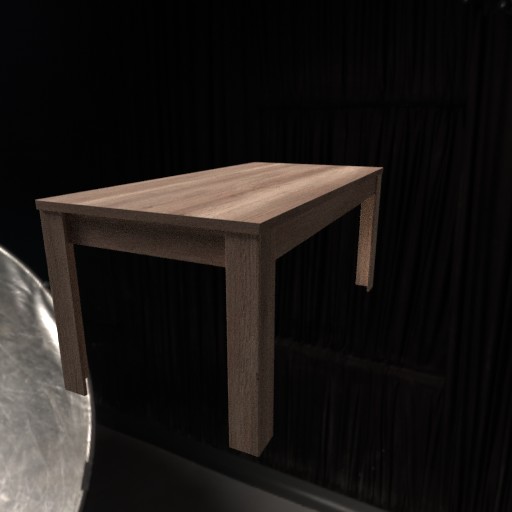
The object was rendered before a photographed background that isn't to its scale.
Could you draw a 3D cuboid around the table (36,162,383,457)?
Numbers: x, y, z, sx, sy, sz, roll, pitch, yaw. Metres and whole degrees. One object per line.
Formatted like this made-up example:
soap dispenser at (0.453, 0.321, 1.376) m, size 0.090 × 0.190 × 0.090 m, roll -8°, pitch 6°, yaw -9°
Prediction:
table at (0.000, 0.000, 2.303) m, size 0.900 × 0.790 × 1.800 m, roll 8°, pitch 18°, yaw 25°
